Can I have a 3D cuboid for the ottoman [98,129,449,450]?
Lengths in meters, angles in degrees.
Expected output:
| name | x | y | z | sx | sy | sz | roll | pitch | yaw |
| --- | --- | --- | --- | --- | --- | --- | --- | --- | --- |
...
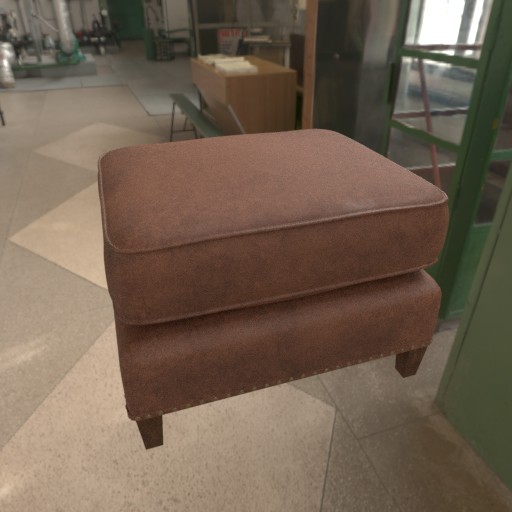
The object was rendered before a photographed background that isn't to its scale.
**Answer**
| name | x | y | z | sx | sy | sz | roll | pitch | yaw |
| --- | --- | --- | --- | --- | --- | --- | --- | --- | --- |
| ottoman | 0.000 | 0.000 | 1.143 | 0.738 | 0.537 | 0.589 | -10 | 32 | -16 |
